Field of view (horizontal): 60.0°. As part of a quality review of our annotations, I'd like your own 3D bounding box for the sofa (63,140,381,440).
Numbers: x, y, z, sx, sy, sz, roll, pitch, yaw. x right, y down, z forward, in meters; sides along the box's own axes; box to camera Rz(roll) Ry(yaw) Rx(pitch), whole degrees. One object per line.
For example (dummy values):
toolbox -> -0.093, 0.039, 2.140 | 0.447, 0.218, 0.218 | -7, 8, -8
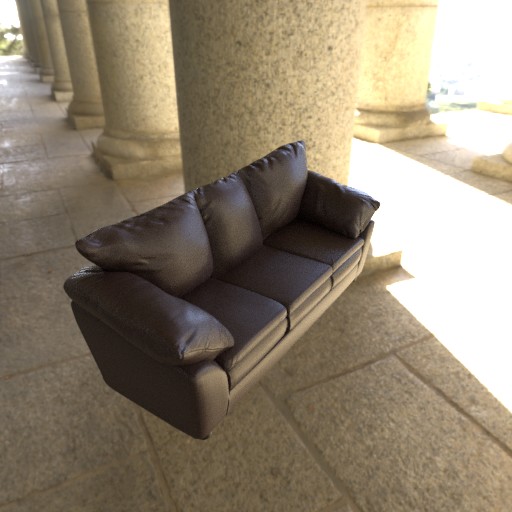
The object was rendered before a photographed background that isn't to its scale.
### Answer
sofa -> 0.000, 0.000, 2.972 | 0.907, 1.091, 2.390 | 17, 32, 30
